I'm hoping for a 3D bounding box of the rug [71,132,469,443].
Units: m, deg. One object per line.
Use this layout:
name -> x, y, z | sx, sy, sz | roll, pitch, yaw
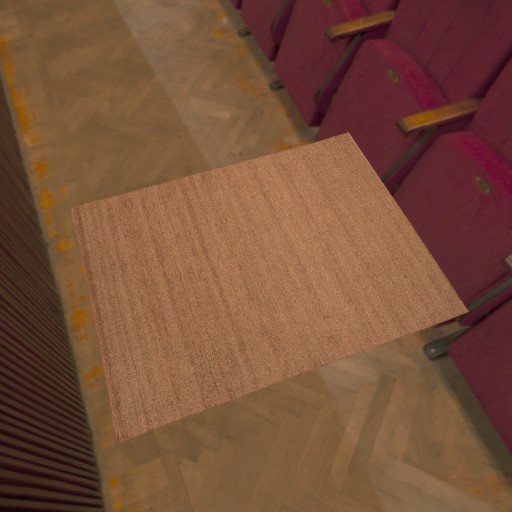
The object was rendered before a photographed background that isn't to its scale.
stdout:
rug -> 0.000, 0.000, 5.051 | 3.778, 0.053, 2.873 | -17, 60, -10
